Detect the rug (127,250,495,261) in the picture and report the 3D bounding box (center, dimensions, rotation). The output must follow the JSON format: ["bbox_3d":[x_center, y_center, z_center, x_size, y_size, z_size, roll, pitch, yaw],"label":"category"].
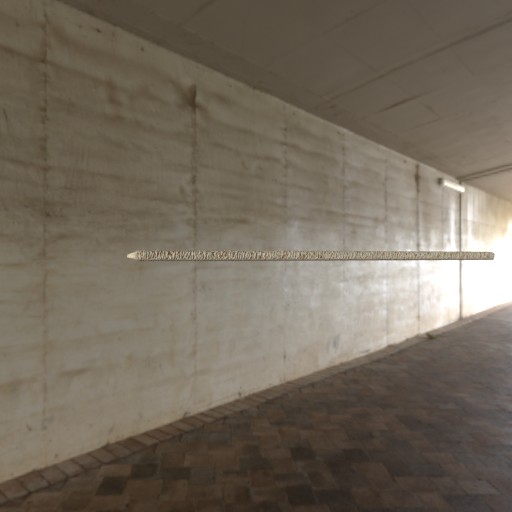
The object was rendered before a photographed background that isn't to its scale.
[{"bbox_3d":[0.000,0.000,2.218,1.219,0.030,1.778,0,0,-17],"label":"rug"}]
